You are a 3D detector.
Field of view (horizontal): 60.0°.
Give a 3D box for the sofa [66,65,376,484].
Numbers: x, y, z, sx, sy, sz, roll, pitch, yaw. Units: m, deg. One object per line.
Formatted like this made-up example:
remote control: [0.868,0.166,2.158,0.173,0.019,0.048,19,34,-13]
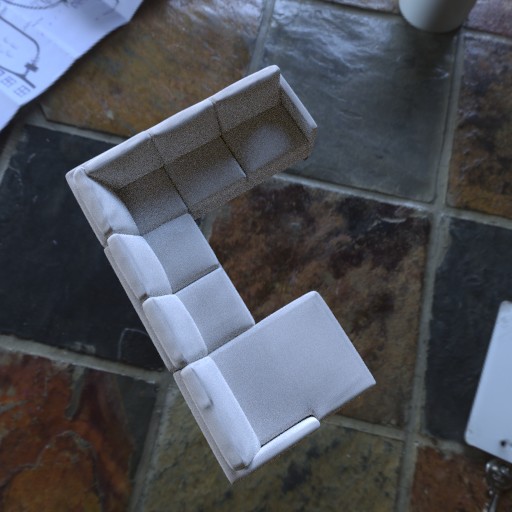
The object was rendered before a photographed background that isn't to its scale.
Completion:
sofa: [0.000,0.000,4.600,2.593,0.956,3.459,-30,77,-8]
